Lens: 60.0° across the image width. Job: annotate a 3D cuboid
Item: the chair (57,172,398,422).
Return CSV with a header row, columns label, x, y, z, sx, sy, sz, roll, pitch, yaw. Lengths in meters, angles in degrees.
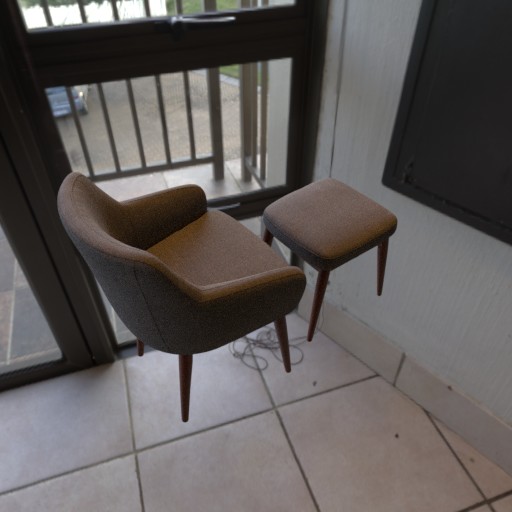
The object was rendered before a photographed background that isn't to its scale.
label,x,y,z,sx,sy,sz,roll,pitch,yaw
chair,0.000,0.000,1.534,1.107,0.799,0.584,-27,48,-27
